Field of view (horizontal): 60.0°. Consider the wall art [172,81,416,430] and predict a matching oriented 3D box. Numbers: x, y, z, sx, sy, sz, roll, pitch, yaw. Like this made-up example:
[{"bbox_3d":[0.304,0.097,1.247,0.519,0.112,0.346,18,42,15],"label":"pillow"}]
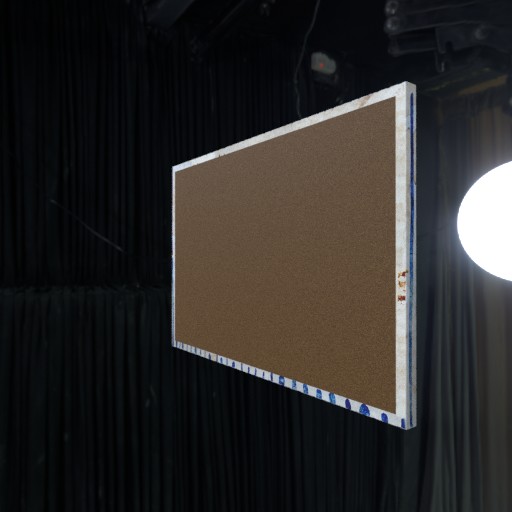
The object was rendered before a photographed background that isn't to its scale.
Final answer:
[{"bbox_3d":[0.000,0.000,1.151,0.030,0.609,0.919,0,0,-37],"label":"wall art"}]
